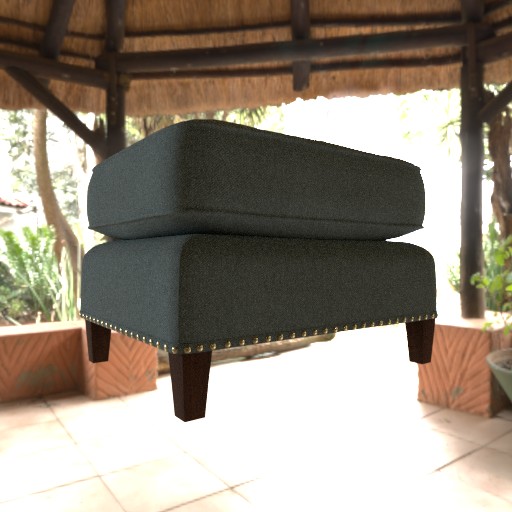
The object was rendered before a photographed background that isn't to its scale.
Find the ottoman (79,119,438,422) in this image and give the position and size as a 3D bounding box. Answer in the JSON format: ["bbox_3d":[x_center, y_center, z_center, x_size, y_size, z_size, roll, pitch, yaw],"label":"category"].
[{"bbox_3d":[0.000,0.000,1.137,0.738,0.537,0.589,0,0,-36],"label":"ottoman"}]
